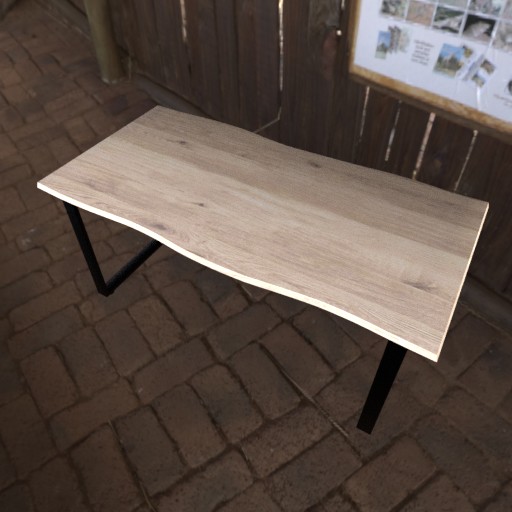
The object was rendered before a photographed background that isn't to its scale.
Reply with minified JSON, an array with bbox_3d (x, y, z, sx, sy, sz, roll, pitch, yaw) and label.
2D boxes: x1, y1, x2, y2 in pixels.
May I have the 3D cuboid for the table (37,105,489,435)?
[{"bbox_3d":[0.000,0.000,2.216,1.800,0.780,0.900,22,49,21],"label":"table"}]
